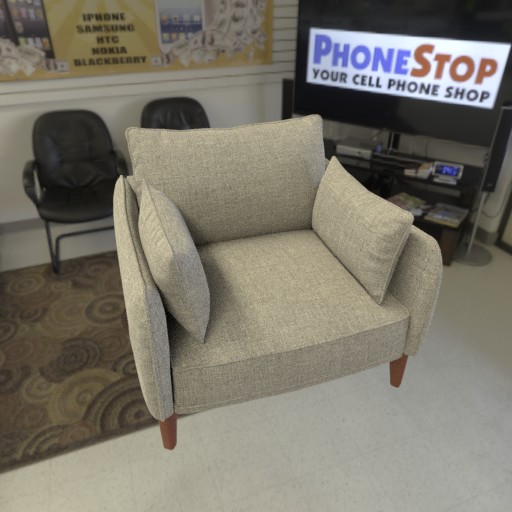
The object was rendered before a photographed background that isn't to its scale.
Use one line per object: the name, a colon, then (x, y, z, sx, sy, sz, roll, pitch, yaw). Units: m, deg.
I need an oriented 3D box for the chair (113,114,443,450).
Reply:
chair: (0.000, 0.000, 1.686, 0.993, 0.839, 0.976, -10, 34, -15)
